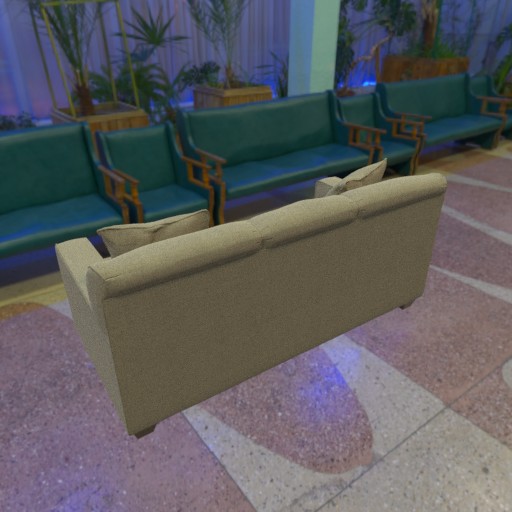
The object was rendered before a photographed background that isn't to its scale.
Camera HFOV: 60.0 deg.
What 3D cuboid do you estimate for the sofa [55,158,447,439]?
[{"bbox_3d":[0.000,0.000,2.597,2.024,0.958,0.997,-18,34,-29],"label":"sofa"}]
